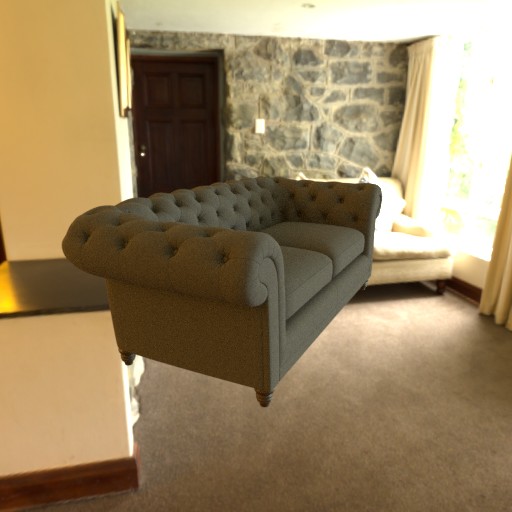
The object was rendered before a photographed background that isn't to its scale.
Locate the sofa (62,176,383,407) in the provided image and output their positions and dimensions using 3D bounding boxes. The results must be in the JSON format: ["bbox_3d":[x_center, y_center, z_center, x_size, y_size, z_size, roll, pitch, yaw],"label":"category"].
[{"bbox_3d":[0.000,0.000,2.538,0.986,0.764,1.998,8,17,26],"label":"sofa"}]
